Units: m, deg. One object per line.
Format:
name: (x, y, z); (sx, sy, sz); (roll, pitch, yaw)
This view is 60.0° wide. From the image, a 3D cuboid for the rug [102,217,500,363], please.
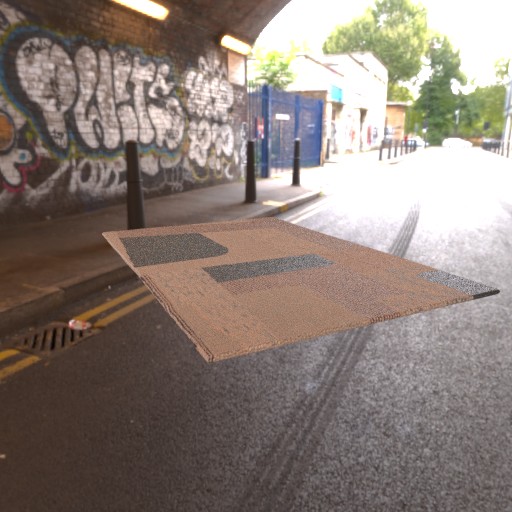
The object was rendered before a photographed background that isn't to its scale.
rug: (0.000, 0.000, 2.272); (1.238, 0.020, 1.847); (-8, 17, -26)
